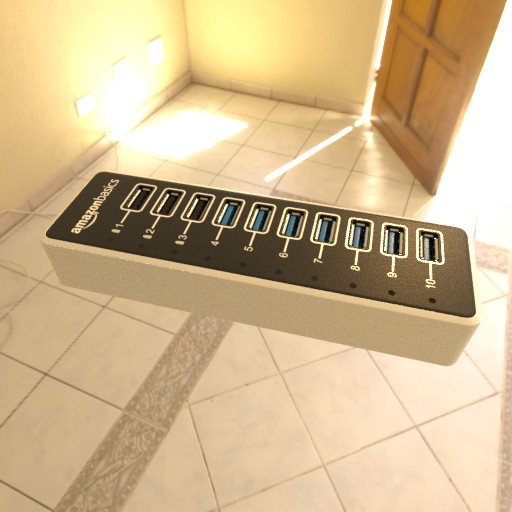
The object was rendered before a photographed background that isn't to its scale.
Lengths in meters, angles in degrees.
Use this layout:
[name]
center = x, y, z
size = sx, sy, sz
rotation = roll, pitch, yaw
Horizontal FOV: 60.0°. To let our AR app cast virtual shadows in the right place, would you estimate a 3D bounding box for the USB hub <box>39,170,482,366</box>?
[USB hub]
center = 0.000, 0.000, 0.161
size = 0.145, 0.023, 0.044
rotation = 10, 47, 10
